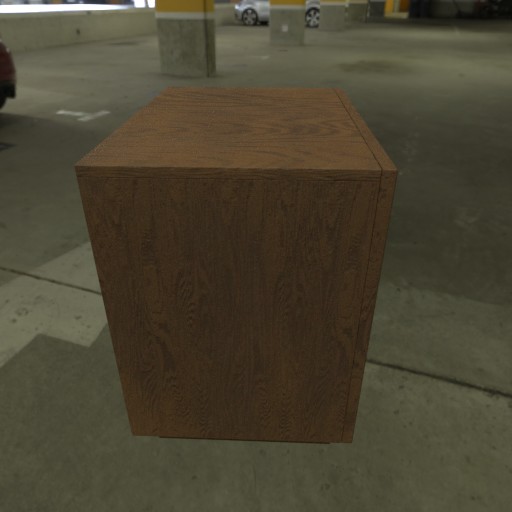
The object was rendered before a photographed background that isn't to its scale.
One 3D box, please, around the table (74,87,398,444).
[{"bbox_3d":[0.000,0.000,0.941,0.439,0.585,0.560,1,30,2],"label":"table"}]
